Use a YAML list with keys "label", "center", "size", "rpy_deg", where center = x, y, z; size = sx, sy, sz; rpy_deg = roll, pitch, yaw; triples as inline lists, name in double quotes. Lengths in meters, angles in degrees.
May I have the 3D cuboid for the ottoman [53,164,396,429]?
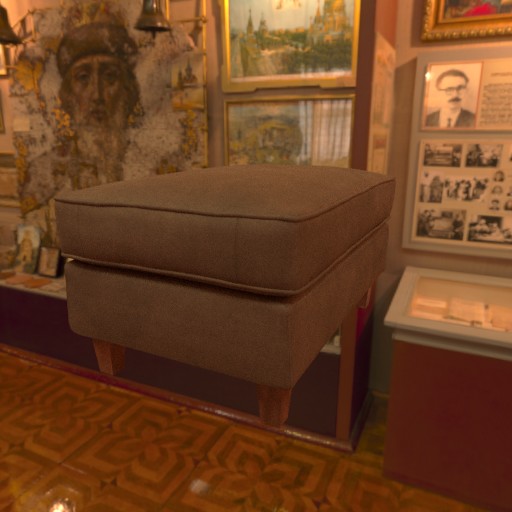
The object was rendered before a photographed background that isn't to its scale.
- label: "ottoman"
  center: [0.000, 0.000, 1.235]
  size: [0.596, 0.481, 0.860]
  rpy_deg: [8, 17, 26]
